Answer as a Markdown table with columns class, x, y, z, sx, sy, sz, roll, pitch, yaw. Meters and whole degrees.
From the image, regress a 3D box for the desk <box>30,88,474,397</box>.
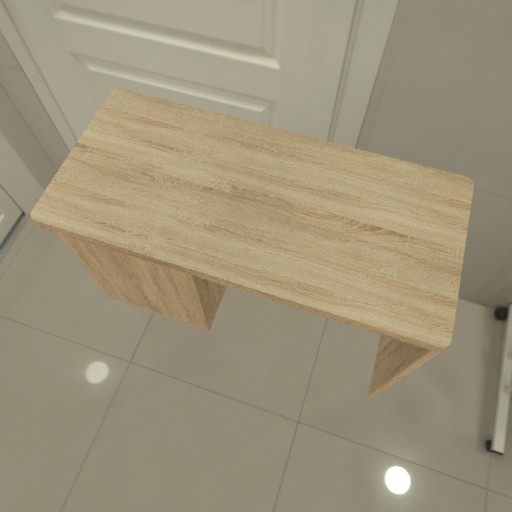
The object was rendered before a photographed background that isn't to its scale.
| class | x | y | z | sx | sy | sz | roll | pitch | yaw |
| --- | --- | --- | --- | --- | --- | --- | --- | --- | --- |
| desk | 0.000 | 0.000 | 1.637 | 1.200 | 0.760 | 0.550 | 17 | 65 | 8 |
